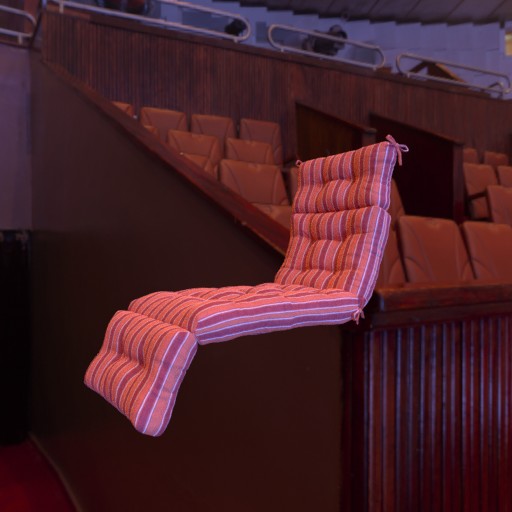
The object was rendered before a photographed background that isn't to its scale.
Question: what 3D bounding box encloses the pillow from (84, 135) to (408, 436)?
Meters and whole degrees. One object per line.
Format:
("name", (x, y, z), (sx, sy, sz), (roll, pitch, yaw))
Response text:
("pillow", (0.000, 0.000, 1.509), (1.016, 0.863, 0.526), (0, 0, -36))
